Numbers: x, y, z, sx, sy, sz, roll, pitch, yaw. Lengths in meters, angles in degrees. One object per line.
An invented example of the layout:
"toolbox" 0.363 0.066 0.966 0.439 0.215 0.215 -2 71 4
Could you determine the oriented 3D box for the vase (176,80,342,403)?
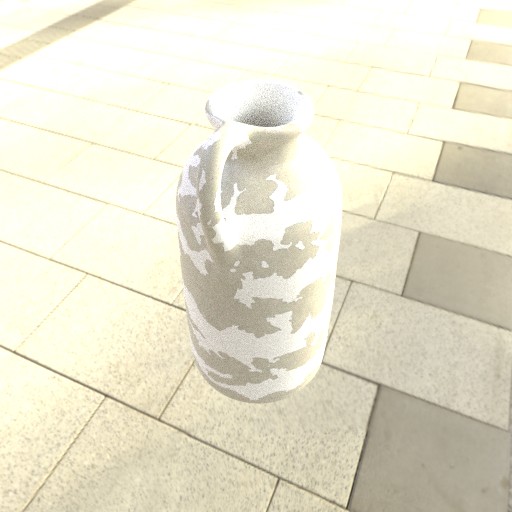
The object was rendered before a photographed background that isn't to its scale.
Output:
"vase" 0.000 0.000 0.491 0.186 0.382 0.203 16 49 15
